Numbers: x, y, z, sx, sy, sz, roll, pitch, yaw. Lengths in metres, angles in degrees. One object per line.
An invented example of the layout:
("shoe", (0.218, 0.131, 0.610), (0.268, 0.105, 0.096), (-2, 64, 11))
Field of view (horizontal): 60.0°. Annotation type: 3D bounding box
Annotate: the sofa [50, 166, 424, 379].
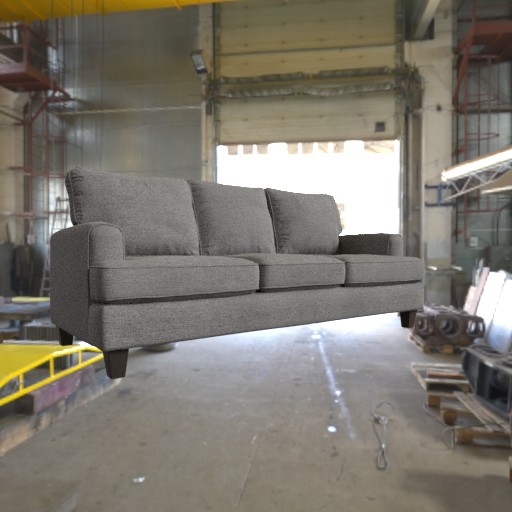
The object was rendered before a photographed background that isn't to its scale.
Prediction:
("sofa", (0.000, 0.000, 2.690), (2.158, 0.965, 0.951), (-1, 1, -36))
